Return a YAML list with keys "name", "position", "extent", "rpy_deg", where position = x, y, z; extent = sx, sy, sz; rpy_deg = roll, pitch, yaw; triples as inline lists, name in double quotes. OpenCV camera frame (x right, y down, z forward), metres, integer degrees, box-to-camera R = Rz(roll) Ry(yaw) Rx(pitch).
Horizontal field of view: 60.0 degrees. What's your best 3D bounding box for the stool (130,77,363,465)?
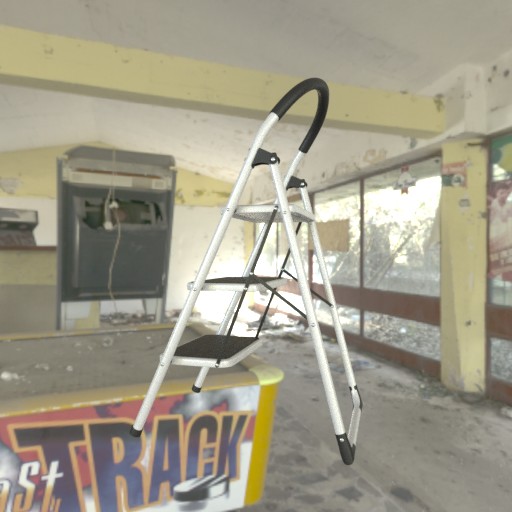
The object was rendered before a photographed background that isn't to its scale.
- name: "stool"
  position: [0.000, 0.000, 1.490]
  extent: [0.676, 1.109, 0.485]
  rpy_deg: [0, 0, 16]
